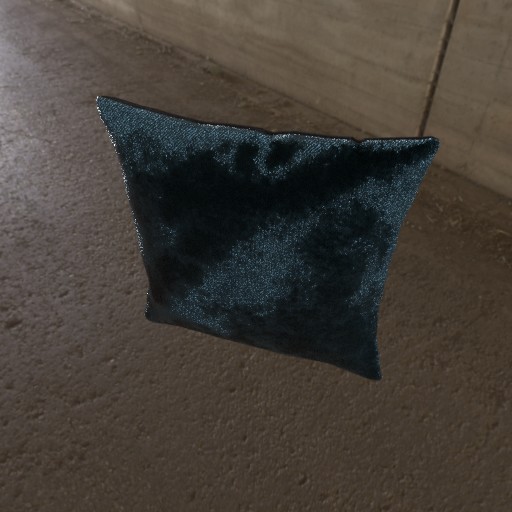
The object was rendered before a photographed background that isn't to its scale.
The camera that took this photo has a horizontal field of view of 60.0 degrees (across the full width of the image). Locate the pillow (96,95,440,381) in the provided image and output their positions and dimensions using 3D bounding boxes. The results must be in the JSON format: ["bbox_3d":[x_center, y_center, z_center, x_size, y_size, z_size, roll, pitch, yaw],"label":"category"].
[{"bbox_3d":[0.000,0.000,0.646,0.436,0.430,0.138,12,43,14],"label":"pillow"}]
